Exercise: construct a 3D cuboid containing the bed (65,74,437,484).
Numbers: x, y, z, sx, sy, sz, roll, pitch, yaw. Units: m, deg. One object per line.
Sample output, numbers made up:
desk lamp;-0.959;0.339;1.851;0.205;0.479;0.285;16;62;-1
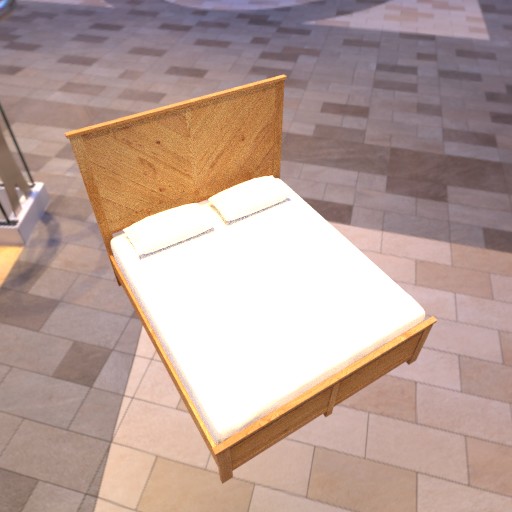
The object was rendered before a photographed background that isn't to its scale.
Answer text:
bed;0.000;0.000;4.066;2.225;1.938;2.530;-24;50;-22
